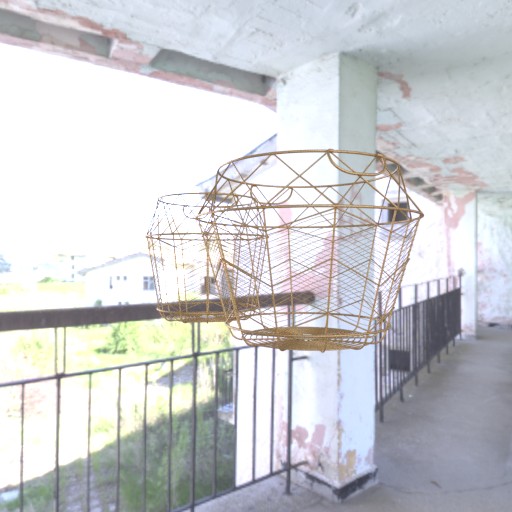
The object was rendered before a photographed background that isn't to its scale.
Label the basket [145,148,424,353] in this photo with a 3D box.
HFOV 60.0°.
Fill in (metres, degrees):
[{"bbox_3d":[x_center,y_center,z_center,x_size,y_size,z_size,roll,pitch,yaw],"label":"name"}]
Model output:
[{"bbox_3d":[0.000,0.000,1.050,0.451,0.343,0.805,0,-1,-35],"label":"basket"}]
